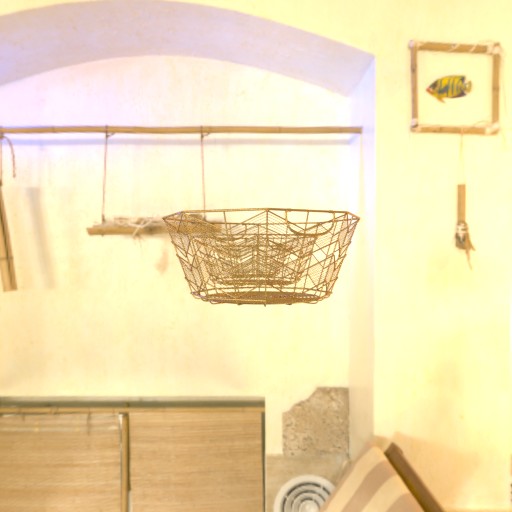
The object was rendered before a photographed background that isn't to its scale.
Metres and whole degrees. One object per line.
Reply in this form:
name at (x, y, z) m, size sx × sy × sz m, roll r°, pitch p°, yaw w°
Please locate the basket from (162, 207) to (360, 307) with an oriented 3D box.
basket at (0.000, 0.000, 1.371) m, size 0.432 × 0.178 × 1.245 m, roll 0°, pitch 1°, yaw -2°
